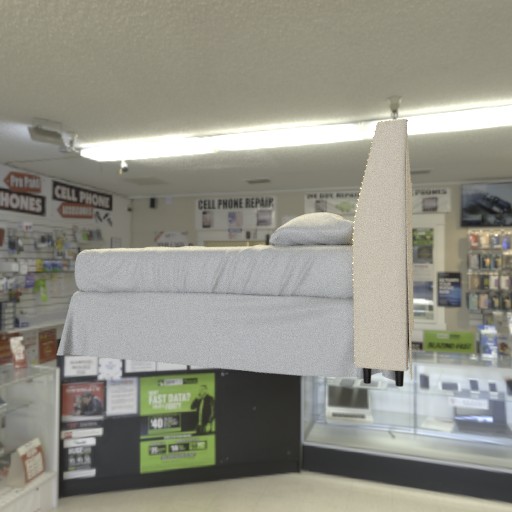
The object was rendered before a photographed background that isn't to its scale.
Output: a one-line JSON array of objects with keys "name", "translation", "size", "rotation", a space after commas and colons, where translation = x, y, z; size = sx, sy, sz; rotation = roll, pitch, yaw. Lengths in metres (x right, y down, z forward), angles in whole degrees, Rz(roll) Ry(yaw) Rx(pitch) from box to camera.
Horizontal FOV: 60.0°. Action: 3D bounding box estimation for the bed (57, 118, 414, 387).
[{"name": "bed", "translation": [0.000, 0.000, 3.405], "size": [2.276, 1.332, 1.925], "rotation": [0, -1, 20]}]
